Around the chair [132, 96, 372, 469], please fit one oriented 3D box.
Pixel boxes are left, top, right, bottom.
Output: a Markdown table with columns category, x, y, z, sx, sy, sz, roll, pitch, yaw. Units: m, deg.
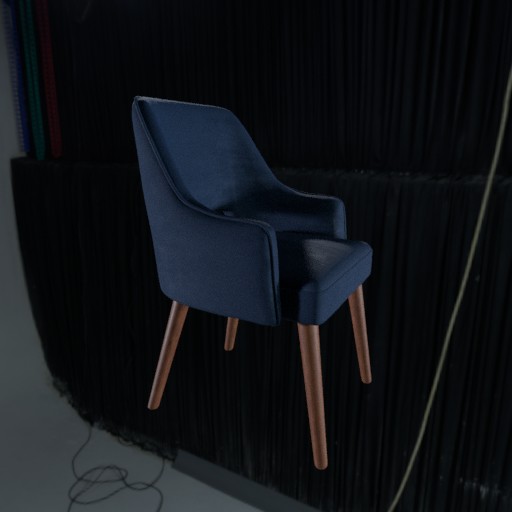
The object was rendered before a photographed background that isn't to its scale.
| category | x | y | z | sx | sy | sz | roll | pitch | yaw |
| --- | --- | --- | --- | --- | --- | --- | --- | --- | --- |
| chair | 0.000 | 0.000 | 1.235 | 0.591 | 0.844 | 0.559 | 7 | 16 | 27 |
